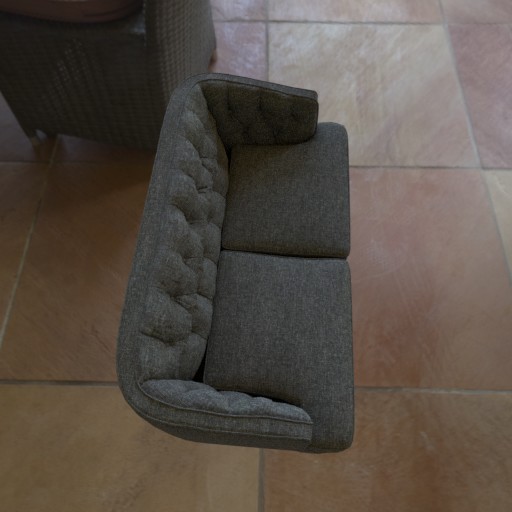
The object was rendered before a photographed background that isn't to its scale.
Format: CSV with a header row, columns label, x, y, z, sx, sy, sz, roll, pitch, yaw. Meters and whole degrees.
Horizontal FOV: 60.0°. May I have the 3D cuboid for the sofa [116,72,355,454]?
label,x,y,z,sx,sy,sz,roll,pitch,yaw
sofa,0.000,0.000,2.197,0.941,0.855,1.733,4,64,2
